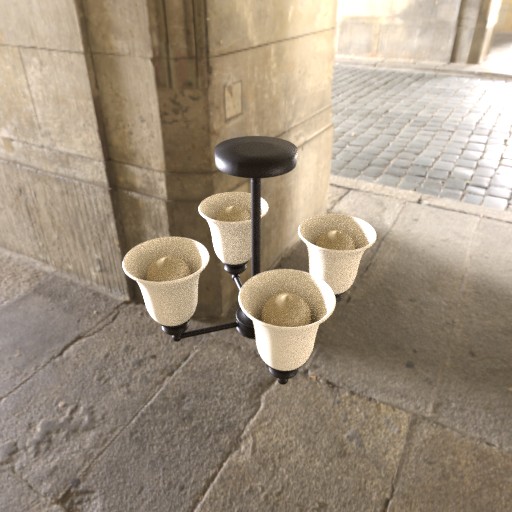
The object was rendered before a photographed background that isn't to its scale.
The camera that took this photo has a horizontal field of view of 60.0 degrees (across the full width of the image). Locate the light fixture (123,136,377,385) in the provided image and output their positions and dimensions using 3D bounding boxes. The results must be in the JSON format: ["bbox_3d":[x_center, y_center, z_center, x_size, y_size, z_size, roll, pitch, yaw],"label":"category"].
[{"bbox_3d":[0.000,0.000,1.859,1.069,0.925,1.069,-9,34,-14],"label":"light fixture"}]
